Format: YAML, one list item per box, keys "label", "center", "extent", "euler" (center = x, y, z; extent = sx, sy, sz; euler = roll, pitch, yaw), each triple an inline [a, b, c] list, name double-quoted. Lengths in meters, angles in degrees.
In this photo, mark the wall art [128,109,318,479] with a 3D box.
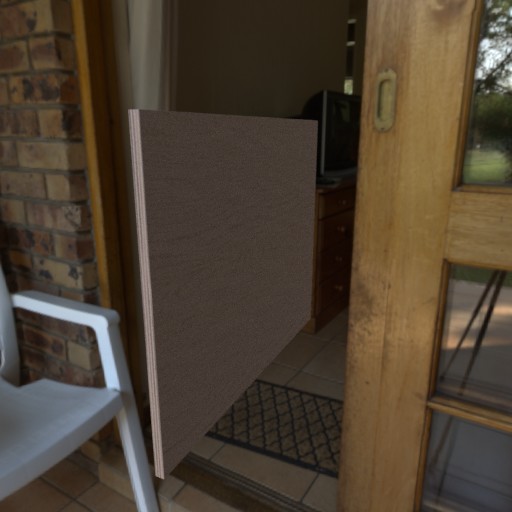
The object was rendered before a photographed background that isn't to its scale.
- label: "wall art"
  center: [0.000, 0.000, 0.679]
  extent: [0.013, 0.406, 0.508]
  euler: [8, 17, 25]
